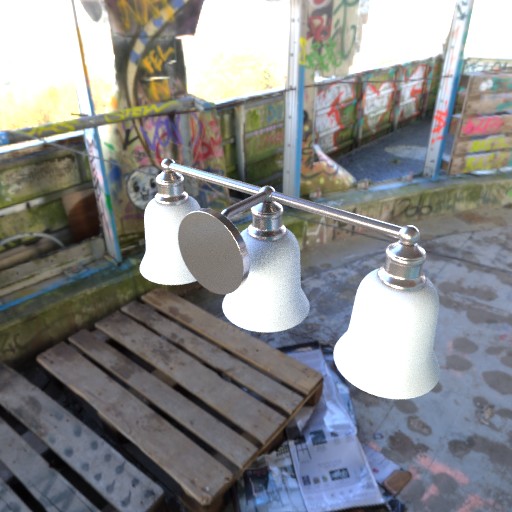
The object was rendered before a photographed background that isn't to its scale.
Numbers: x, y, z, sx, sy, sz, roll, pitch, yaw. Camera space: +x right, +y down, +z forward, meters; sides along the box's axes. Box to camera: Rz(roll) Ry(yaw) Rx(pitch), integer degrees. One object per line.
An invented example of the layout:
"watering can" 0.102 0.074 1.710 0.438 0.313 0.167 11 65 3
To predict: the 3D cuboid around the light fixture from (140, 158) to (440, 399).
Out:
"light fixture" 0.000 0.000 0.671 0.570 0.211 0.198 21 36 33
